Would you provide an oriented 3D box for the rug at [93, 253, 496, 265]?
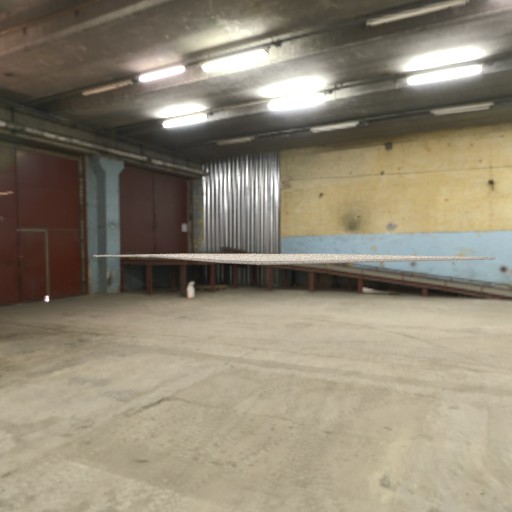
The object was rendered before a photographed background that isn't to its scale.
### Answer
[{"bbox_3d":[0.000,0.000,2.220,1.154,0.021,1.792,-1,1,-34],"label":"rug"}]
